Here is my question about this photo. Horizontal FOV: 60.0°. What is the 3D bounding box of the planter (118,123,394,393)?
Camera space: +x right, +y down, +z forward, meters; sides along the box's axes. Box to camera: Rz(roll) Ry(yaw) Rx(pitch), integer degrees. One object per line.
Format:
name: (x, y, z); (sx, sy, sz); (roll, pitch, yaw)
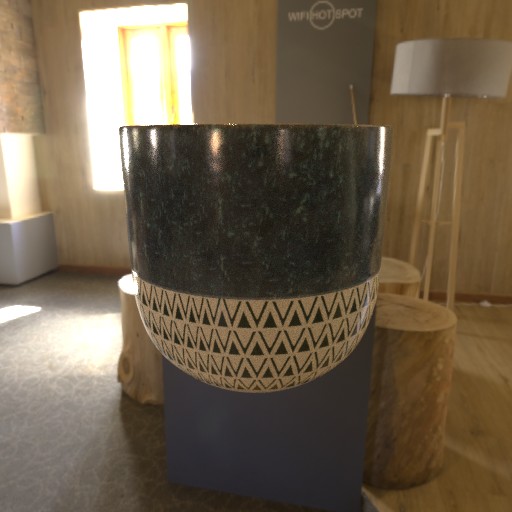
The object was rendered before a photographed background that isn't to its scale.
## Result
planter: (0.000, 0.000, 0.481); (0.266, 0.270, 0.266); (0, 15, 0)
